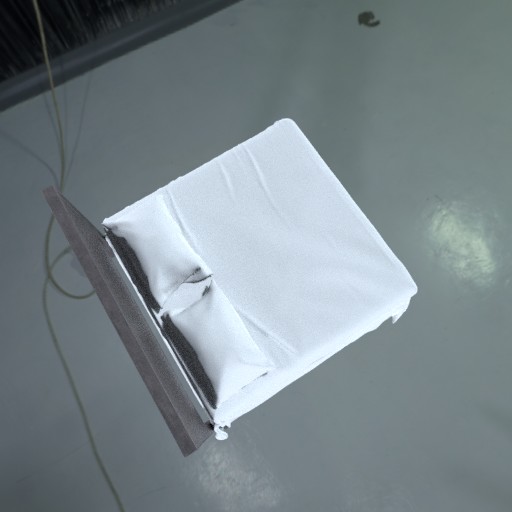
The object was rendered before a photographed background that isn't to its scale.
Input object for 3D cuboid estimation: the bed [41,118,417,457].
[{"bbox_3d":[0.000,0.000,2.929,1.785,1.142,1.772,-31,76,-9],"label":"bed"}]
